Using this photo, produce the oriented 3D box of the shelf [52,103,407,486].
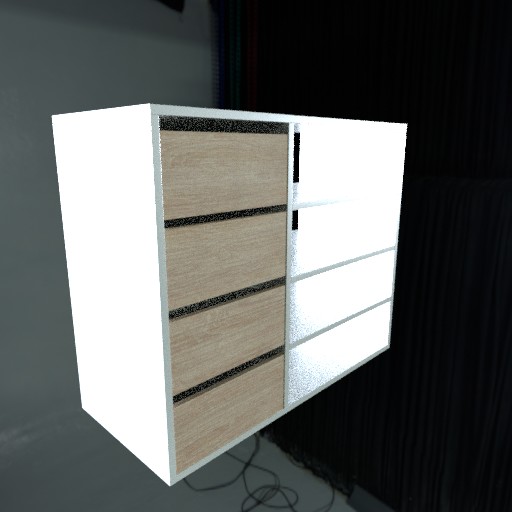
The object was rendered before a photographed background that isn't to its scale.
[{"bbox_3d":[0.000,0.000,1.250,0.396,0.732,0.895,13,19,43],"label":"shelf"}]
